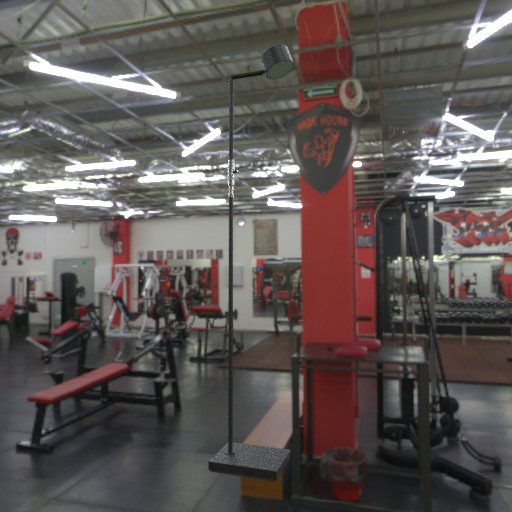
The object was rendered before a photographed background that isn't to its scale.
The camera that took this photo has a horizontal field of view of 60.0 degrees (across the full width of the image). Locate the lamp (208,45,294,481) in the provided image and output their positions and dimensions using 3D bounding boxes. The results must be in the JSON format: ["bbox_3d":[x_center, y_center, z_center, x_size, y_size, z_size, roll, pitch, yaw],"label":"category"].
[{"bbox_3d":[0.000,0.000,1.716,0.304,1.600,0.203,-1,-2,19],"label":"lamp"}]
